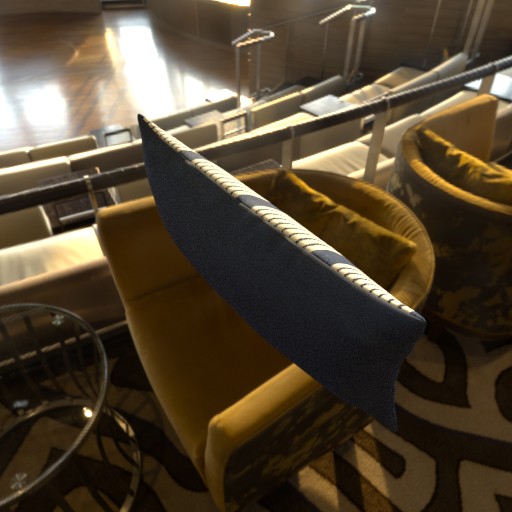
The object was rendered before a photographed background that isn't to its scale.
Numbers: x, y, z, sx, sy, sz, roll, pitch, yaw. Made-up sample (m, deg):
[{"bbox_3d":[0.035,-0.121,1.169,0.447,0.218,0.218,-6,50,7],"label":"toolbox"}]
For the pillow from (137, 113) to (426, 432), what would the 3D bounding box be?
[{"bbox_3d":[0.000,0.000,0.716,0.156,0.292,0.608,-28,49,-27],"label":"pillow"}]
